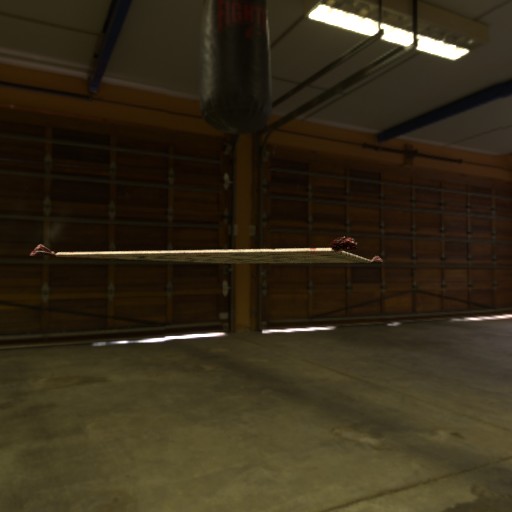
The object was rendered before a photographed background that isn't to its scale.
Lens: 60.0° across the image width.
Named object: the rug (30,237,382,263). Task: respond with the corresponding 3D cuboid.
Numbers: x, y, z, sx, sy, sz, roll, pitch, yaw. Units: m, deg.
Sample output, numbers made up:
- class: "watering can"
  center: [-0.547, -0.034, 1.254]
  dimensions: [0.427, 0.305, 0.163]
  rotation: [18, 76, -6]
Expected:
- class: "rug"
  center: [0.000, 0.000, 3.335]
  dimensions: [1.741, 0.066, 2.672]
  rotation: [-1, -2, 18]
